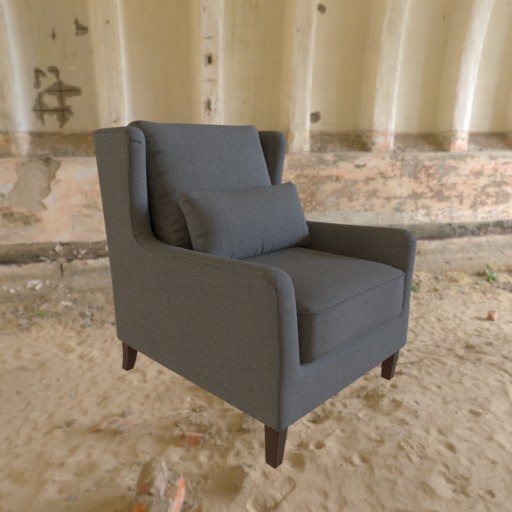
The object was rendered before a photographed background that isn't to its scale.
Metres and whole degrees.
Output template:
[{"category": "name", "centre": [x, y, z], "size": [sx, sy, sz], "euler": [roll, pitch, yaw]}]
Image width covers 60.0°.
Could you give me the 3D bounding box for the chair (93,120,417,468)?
[{"category": "chair", "centre": [0.000, 0.000, 1.800], "size": [1.040, 1.056, 0.866], "euler": [13, 19, 42]}]
